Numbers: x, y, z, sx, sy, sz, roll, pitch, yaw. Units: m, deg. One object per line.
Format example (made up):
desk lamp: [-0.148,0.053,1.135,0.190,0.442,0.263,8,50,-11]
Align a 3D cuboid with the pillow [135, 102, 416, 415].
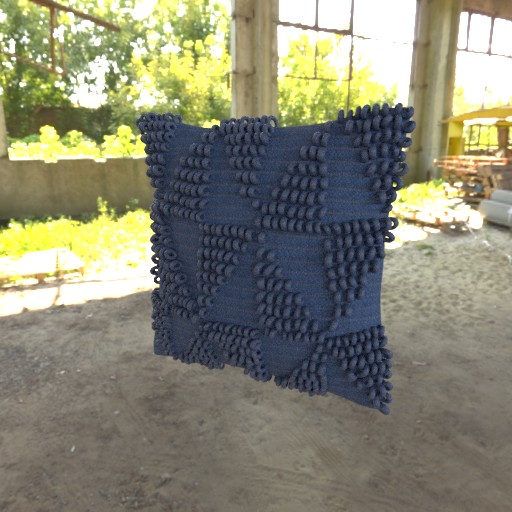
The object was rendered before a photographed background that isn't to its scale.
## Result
pillow: [0.000,0.000,0.731,0.469,0.466,0.172,7,16,26]
